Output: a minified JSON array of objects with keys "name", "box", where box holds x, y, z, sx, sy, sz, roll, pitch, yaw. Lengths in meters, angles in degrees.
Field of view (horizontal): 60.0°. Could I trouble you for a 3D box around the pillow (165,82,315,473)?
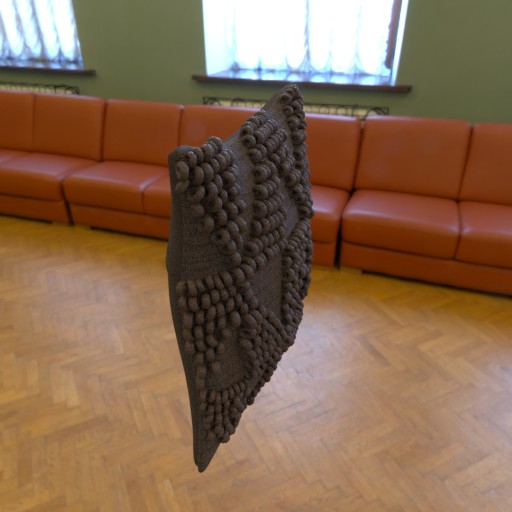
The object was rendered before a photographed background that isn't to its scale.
[{"name":"pillow","box":[0.000,0.000,0.710,0.172,0.467,0.470,9,31,15]}]
